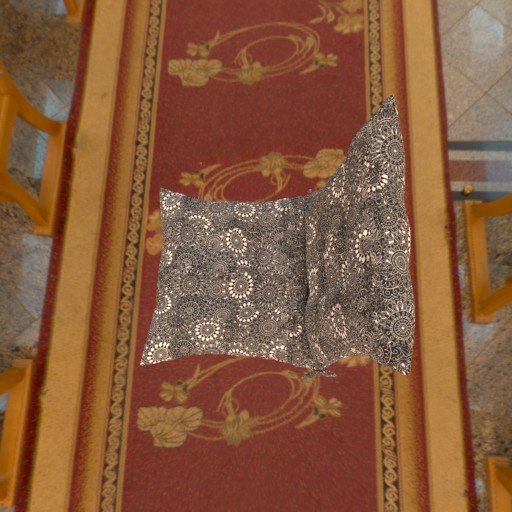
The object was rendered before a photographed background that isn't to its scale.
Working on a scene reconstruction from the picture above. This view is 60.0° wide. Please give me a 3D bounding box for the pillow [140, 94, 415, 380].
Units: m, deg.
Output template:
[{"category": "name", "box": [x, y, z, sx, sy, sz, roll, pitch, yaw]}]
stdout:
[{"category": "pillow", "box": [0.000, 0.000, 1.012, 0.585, 0.536, 0.541, 2, 75, 1]}]
